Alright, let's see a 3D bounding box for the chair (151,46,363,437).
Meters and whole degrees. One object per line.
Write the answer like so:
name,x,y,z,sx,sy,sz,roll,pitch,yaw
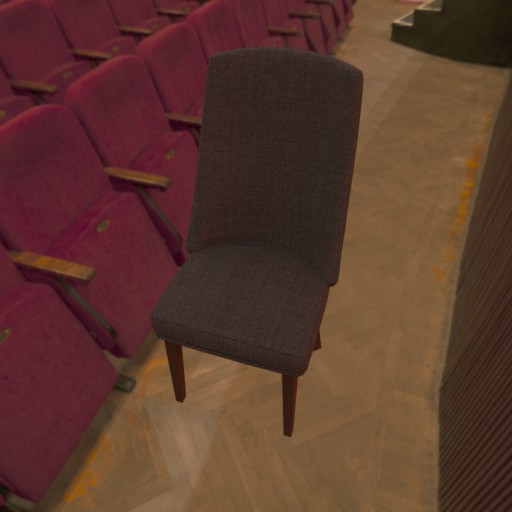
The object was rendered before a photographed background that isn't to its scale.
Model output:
chair,0.000,0.000,1.358,0.510,1.050,0.577,12,43,14
